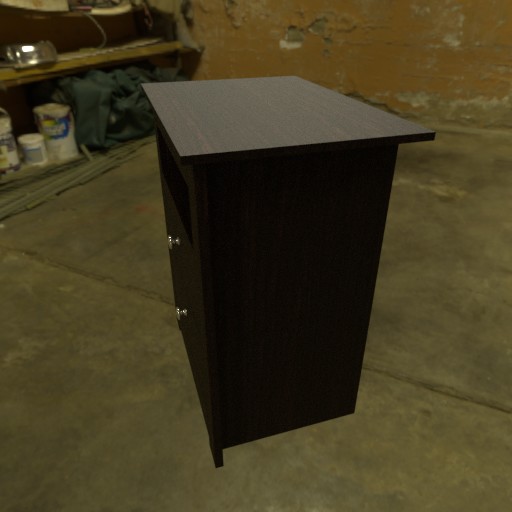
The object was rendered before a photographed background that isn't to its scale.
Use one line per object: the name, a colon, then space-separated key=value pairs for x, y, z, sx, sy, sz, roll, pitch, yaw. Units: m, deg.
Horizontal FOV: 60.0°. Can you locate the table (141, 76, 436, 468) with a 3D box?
table: x=0.000 y=0.000 z=1.066 sx=0.406 sy=0.711 sz=0.591 roll=-9 pitch=32 yaw=-15
